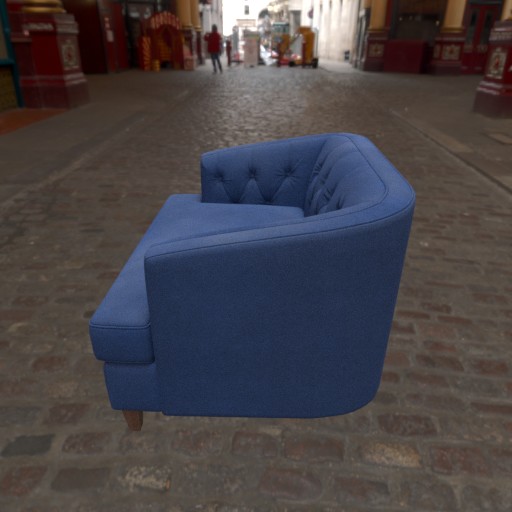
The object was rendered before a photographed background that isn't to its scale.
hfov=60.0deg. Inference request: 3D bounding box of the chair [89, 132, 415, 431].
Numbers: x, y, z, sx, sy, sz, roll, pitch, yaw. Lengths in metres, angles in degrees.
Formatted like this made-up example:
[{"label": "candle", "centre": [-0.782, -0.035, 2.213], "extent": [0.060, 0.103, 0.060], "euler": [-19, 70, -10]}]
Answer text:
[{"label": "chair", "centre": [0.000, 0.000, 1.722], "extent": [0.914, 0.787, 1.118], "euler": [1, 27, 2]}]
